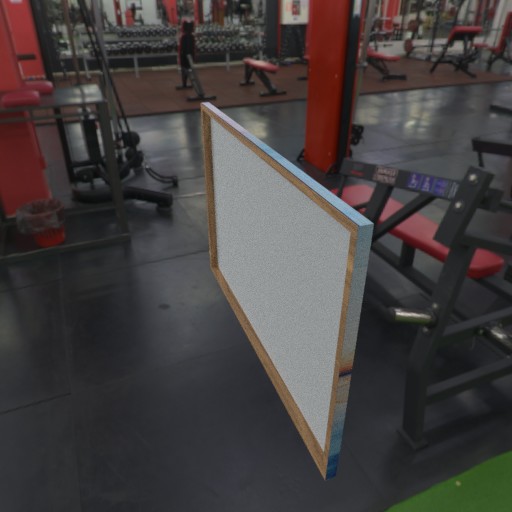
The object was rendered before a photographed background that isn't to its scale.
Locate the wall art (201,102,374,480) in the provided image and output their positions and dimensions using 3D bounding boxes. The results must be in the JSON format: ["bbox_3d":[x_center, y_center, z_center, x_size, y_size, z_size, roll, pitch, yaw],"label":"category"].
[{"bbox_3d":[0.000,0.000,1.452,0.034,0.756,1.137,-11,32,-18],"label":"wall art"}]
